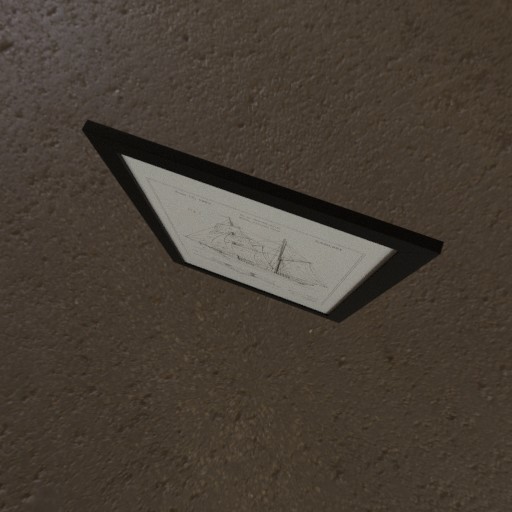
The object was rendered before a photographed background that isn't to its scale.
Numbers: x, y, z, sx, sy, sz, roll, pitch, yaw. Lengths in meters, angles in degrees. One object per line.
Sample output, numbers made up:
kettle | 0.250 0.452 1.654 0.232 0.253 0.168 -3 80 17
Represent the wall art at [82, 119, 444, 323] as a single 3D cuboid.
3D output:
wall art | 0.000 0.000 0.599 0.326 0.459 0.011 20 75 5
